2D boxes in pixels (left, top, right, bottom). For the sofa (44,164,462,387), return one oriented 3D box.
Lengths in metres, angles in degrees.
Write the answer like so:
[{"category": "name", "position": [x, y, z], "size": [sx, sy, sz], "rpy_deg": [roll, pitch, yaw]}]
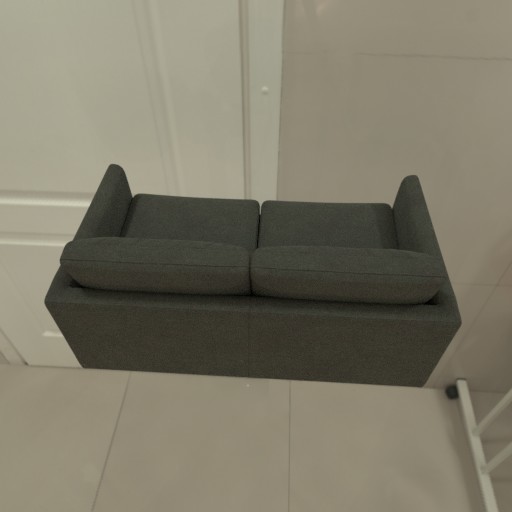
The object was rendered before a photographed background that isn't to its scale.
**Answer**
[{"category": "sofa", "position": [0.000, 0.000, 2.503], "size": [1.909, 0.845, 1.091], "rpy_deg": [3, 47, 2]}]
